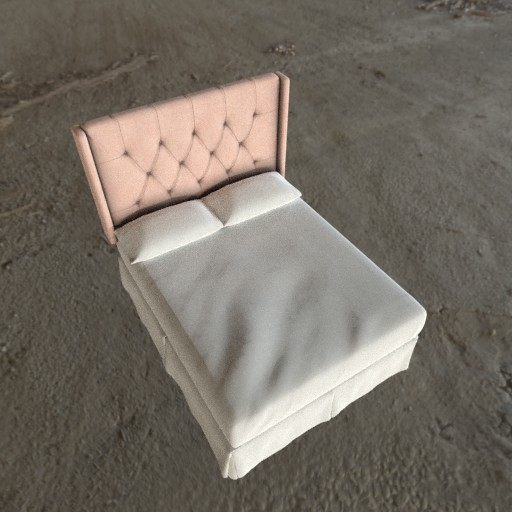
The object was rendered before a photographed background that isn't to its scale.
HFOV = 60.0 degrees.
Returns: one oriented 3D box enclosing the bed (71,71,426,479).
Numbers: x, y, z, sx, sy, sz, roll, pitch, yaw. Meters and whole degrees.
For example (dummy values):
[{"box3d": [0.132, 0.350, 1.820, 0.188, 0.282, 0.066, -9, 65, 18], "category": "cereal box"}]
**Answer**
[{"box3d": [0.000, 0.000, 3.262, 1.719, 1.665, 2.066, -24, 50, -22], "category": "bed"}]
